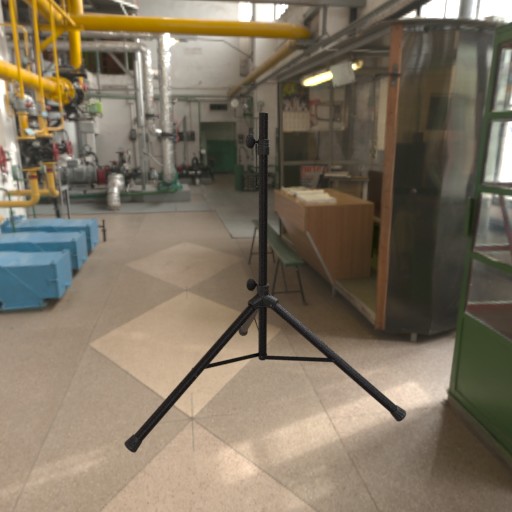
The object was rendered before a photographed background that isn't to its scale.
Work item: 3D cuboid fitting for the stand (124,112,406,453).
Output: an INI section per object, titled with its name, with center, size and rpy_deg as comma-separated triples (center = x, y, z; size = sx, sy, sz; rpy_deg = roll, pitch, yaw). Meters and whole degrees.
[stand]
center = 0.000, 0.000, 1.867
size = 1.045, 1.136, 0.907
rpy_deg = -2, 16, -8
